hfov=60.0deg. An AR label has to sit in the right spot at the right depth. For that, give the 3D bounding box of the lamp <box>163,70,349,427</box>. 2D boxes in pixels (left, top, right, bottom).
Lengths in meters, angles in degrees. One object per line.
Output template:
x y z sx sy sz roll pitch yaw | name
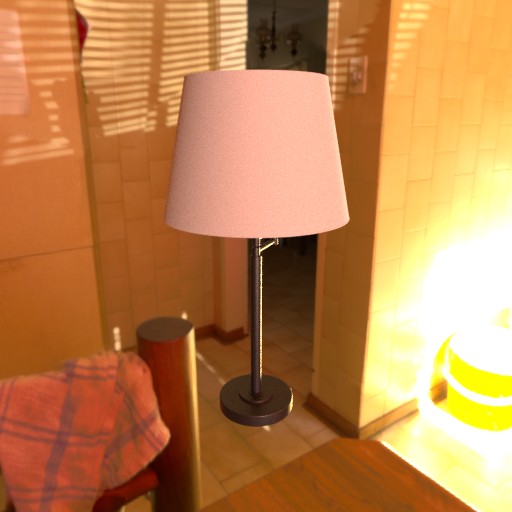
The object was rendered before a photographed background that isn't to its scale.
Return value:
0.000 0.000 0.903 0.363 0.696 0.363 0 17 0 | lamp
